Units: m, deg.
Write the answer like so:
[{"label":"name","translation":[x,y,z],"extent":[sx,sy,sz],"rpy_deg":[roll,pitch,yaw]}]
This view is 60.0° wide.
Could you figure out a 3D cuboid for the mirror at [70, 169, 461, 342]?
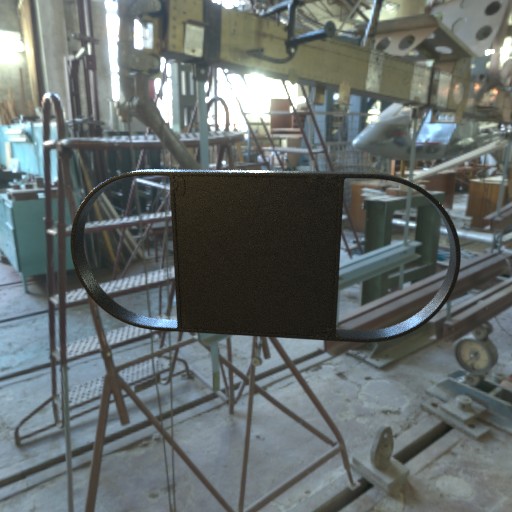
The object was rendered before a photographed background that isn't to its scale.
[{"label":"mirror","translation":[0.000,0.000,0.675],"extent":[0.584,0.254,0.032],"rpy_deg":[2,16,7]}]
